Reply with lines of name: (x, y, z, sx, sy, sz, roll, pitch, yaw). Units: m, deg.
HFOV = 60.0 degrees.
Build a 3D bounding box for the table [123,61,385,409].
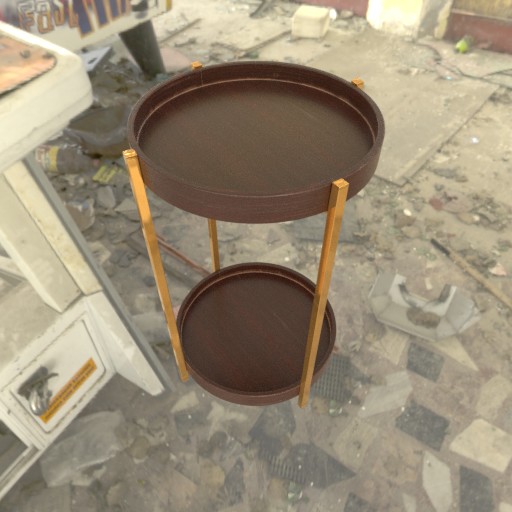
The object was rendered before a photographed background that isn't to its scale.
table: (0.000, 0.000, 0.866, 0.400, 0.610, 0.400, -24, 52, -21)
